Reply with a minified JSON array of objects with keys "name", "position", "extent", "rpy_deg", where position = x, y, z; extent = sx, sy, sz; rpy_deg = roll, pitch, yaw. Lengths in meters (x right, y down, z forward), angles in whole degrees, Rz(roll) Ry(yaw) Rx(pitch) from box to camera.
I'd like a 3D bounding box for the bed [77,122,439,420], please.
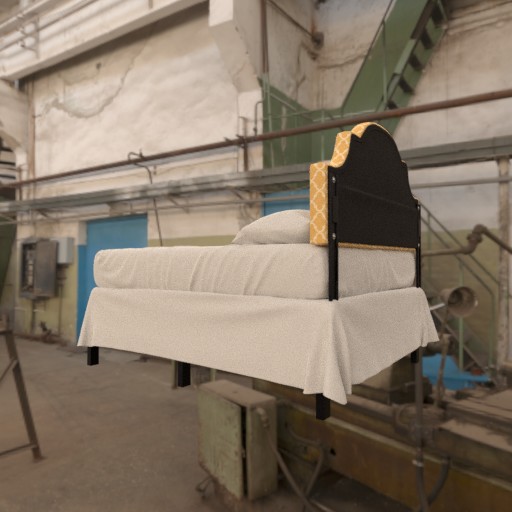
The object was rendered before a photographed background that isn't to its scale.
[{"name":"bed","position":[0.000,0.000,3.359],"extent":[2.222,1.633,1.780],"rpy_deg":[-1,-1,36]}]
